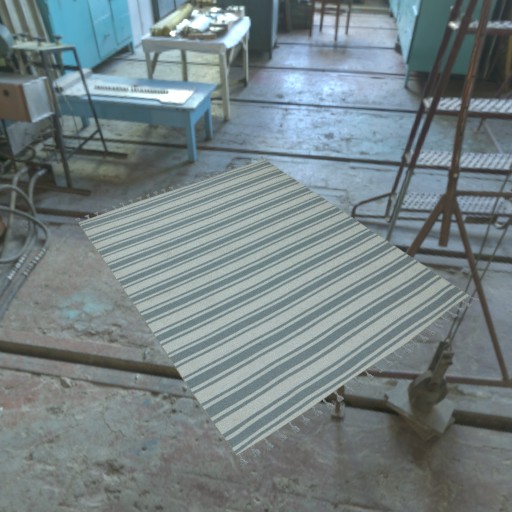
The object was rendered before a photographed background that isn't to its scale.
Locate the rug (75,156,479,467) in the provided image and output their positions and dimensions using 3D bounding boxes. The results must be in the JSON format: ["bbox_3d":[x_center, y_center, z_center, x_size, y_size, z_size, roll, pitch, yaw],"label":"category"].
[{"bbox_3d":[0.000,0.000,4.207,2.439,0.005,3.201,-24,46,-26],"label":"rug"}]
